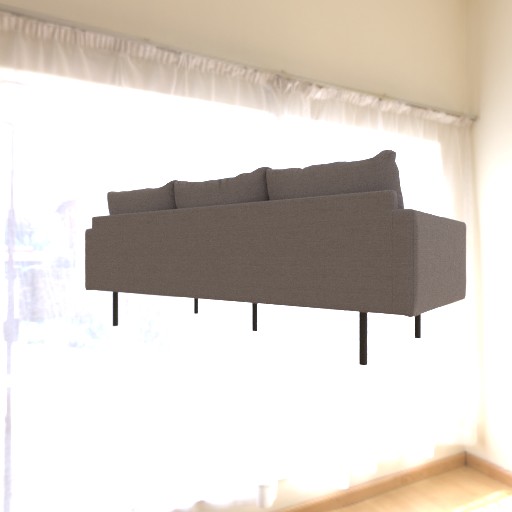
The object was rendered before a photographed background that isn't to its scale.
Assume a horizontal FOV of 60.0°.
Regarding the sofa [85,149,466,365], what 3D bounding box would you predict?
[{"bbox_3d":[0.000,0.000,2.451,2.000,0.830,0.850,0,0,37],"label":"sofa"}]
